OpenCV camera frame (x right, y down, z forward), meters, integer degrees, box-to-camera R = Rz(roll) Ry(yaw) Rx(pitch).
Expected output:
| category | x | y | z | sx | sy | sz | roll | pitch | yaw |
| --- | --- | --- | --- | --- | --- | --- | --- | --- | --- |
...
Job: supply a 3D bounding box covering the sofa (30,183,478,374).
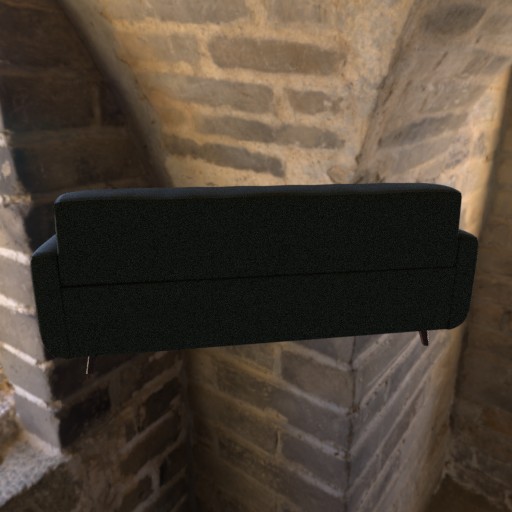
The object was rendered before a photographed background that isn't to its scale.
| category | x | y | z | sx | sy | sz | roll | pitch | yaw |
| --- | --- | --- | --- | --- | --- | --- | --- | --- | --- |
| sofa | 0.000 | 0.000 | 2.427 | 2.029 | 0.841 | 0.909 | -3 | 16 | -9 |
